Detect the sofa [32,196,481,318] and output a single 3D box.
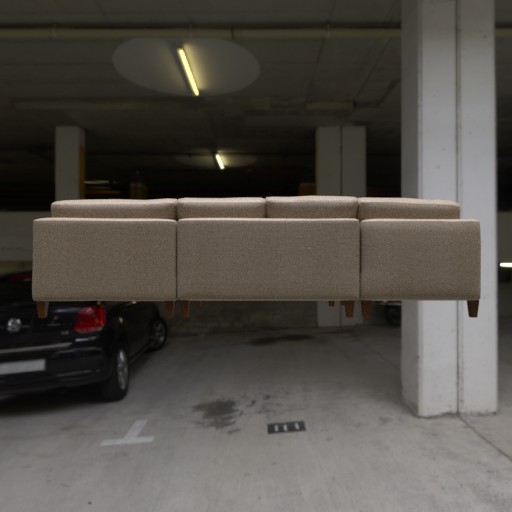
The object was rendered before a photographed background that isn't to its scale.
[{"bbox_3d":[0.000,0.000,4.636,3.460,0.961,2.594,0,0,0],"label":"sofa"}]
